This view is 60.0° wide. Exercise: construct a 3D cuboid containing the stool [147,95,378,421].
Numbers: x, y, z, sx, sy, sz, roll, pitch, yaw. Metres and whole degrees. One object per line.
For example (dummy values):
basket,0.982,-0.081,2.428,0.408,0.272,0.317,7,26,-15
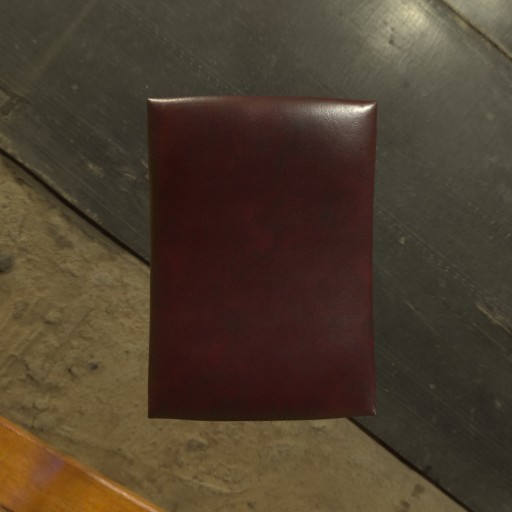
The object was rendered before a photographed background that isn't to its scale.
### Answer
stool,0.000,0.000,1.022,0.372,0.742,0.504,0,91,-2
